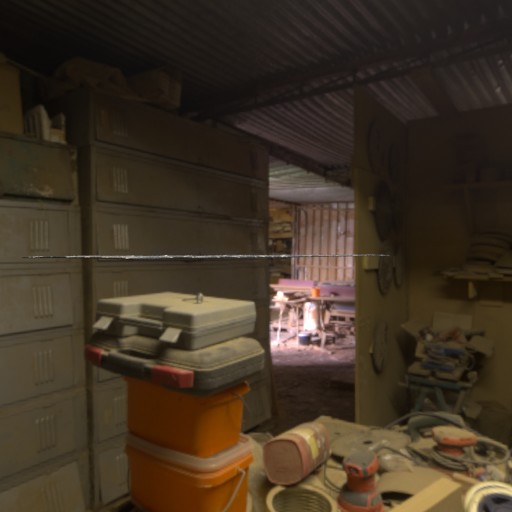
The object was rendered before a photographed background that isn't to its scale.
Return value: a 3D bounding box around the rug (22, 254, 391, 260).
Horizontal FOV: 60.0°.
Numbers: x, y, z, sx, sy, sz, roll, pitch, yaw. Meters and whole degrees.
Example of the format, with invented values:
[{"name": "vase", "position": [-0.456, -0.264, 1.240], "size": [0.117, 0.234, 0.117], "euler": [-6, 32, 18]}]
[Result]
[{"name": "rug", "position": [0.000, 0.000, 2.728], "size": [0.807, 0.010, 2.476], "euler": [0, 0, 37]}]
